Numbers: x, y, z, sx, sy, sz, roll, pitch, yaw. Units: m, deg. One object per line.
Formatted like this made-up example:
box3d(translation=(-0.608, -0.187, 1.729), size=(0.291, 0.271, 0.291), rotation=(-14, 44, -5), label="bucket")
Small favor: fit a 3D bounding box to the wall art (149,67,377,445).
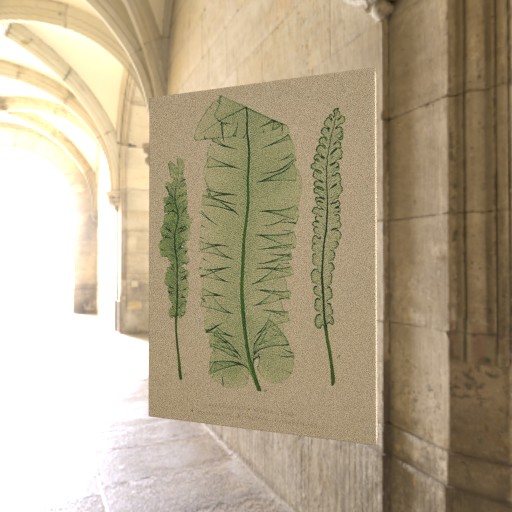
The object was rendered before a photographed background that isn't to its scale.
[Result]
box3d(translation=(0.000, 0.000, 0.798), size=(0.418, 0.608, 0.038), rotation=(0, -1, 19), label="wall art")
